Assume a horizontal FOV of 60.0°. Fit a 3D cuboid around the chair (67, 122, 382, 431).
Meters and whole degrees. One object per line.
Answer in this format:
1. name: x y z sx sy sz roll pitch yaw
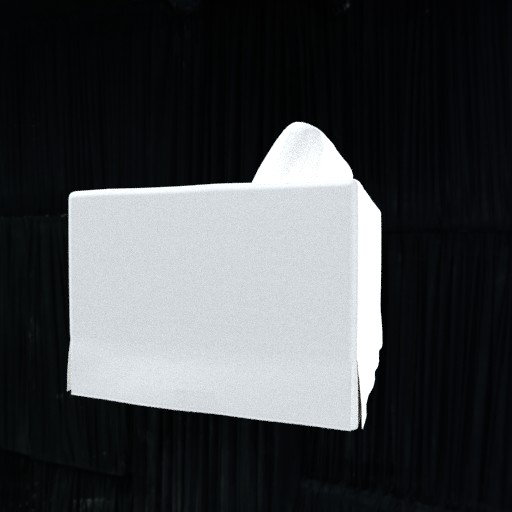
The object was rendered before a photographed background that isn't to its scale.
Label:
1. chair: 0.000 0.000 1.815 0.957 0.878 1.150 0 1 18
